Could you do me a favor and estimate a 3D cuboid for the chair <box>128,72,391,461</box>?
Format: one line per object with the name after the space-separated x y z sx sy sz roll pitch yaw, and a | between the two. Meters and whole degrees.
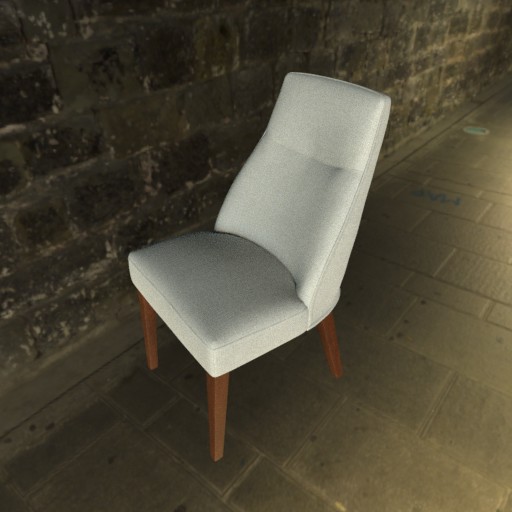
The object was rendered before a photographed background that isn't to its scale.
0.000 0.000 1.315 0.620 0.930 0.500 -22 39 -30 | chair
